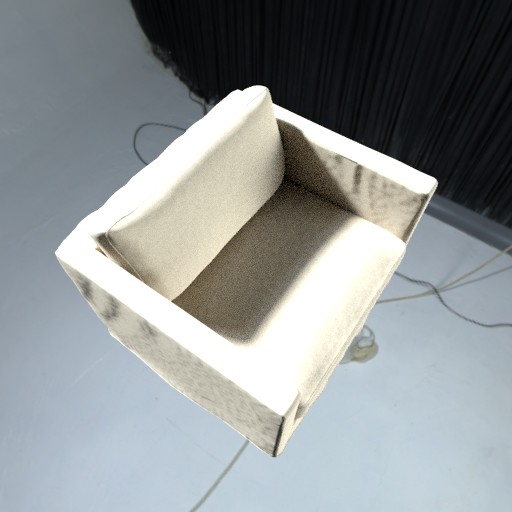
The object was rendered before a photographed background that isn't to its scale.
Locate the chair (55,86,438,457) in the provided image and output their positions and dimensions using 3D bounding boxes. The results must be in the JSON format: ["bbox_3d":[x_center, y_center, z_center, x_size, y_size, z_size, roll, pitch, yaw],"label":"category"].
[{"bbox_3d":[0.000,0.000,1.751,0.949,0.867,1.057,31,63,18],"label":"chair"}]
